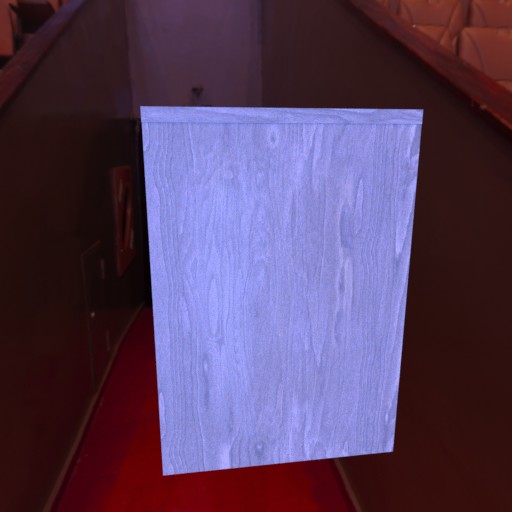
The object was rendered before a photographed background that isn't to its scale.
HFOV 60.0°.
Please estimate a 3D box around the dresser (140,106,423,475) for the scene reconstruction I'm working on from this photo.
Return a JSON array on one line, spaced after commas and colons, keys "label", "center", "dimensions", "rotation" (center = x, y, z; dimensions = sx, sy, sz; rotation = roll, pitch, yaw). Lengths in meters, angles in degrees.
[{"label": "dresser", "center": [0.000, 0.000, 1.294], "dimensions": [0.529, 0.762, 0.809], "rotation": [-2, 14, -8]}]
